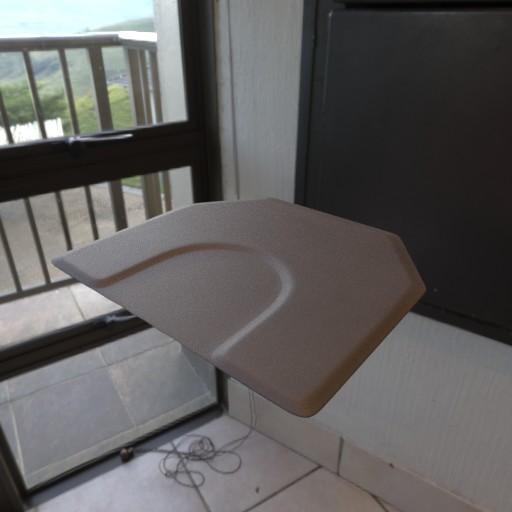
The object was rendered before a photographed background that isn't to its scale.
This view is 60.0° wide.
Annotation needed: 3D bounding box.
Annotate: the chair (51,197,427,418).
[{"bbox_3d":[0.000,0.000,1.958,1.372,0.024,1.219,22,36,34],"label":"chair"}]
